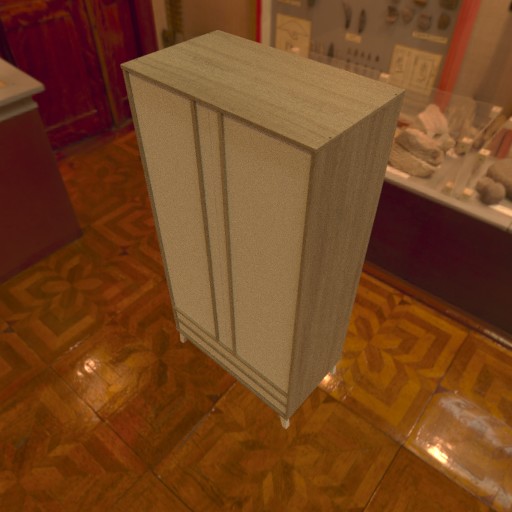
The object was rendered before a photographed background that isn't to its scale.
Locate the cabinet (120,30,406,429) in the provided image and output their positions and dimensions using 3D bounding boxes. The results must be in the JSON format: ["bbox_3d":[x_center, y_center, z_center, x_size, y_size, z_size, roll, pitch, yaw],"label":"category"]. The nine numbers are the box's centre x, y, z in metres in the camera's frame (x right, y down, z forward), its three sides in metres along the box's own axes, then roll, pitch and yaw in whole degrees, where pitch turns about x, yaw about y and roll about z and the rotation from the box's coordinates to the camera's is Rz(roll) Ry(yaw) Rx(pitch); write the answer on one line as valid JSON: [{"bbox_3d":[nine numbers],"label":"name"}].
[{"bbox_3d":[0.000,0.000,2.460,1.006,1.999,0.571,32,53,28],"label":"cabinet"}]
